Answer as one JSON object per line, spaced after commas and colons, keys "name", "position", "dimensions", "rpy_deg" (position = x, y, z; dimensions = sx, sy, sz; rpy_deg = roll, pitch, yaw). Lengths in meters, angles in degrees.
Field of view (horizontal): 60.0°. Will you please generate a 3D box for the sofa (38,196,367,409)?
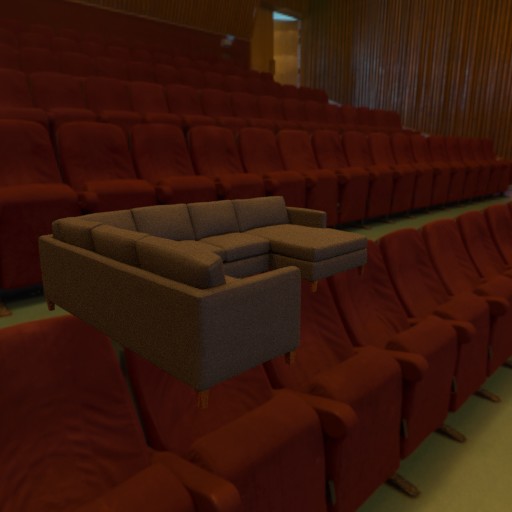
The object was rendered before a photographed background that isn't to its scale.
{"name": "sofa", "position": [0.000, 0.000, 4.630], "dimensions": [3.460, 0.961, 2.594], "rpy_deg": [-13, 18, -43]}
